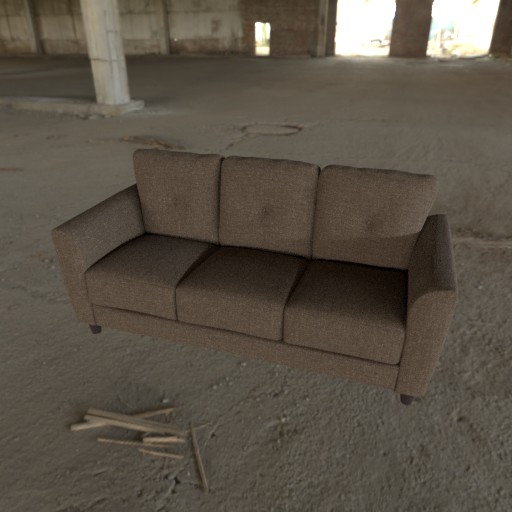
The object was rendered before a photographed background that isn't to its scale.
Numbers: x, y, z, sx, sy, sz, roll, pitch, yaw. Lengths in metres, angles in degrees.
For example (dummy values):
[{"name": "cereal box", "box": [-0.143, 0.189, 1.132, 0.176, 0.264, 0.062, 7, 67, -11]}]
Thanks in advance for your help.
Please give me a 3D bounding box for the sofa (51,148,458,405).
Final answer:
[{"name": "sofa", "box": [0.000, 0.000, 2.304, 1.847, 0.891, 0.837, 9, 28, 16]}]
